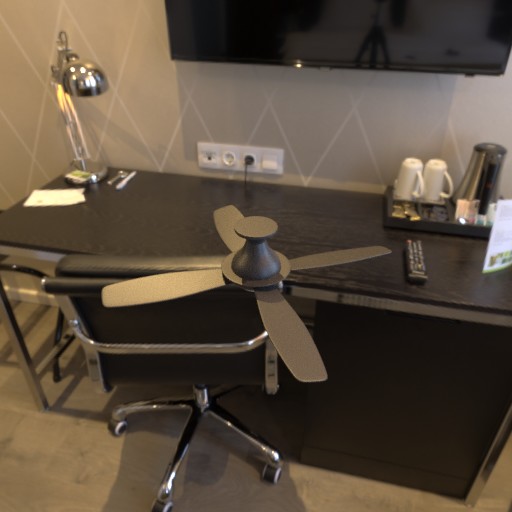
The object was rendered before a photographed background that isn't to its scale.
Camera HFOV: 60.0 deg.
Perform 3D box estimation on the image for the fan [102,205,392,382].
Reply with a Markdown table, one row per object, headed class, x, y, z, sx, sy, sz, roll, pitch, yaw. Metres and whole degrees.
| class | x | y | z | sx | sy | sz | roll | pitch | yaw |
| --- | --- | --- | --- | --- | --- | --- | --- | --- | --- |
| fan | 0.000 | 0.000 | 2.480 | 1.694 | 0.382 | 1.694 | -9 | 34 | -14 |
